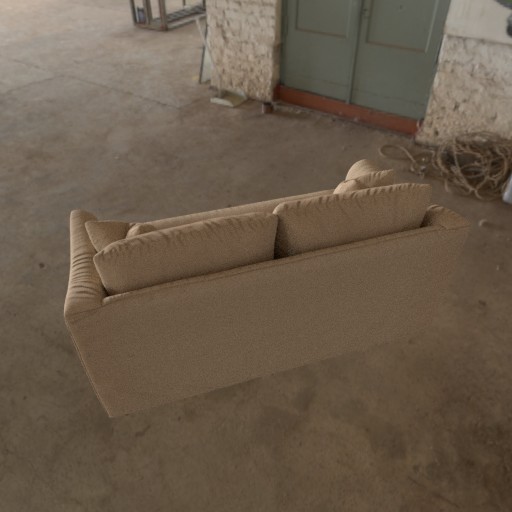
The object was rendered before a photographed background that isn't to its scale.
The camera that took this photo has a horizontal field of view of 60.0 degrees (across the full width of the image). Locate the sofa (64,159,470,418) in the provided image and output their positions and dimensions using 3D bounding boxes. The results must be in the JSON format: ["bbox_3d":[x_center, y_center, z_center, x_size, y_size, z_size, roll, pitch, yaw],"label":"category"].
[{"bbox_3d":[0.000,0.000,2.630,2.010,1.018,1.072,-12,42,-14],"label":"sofa"}]
